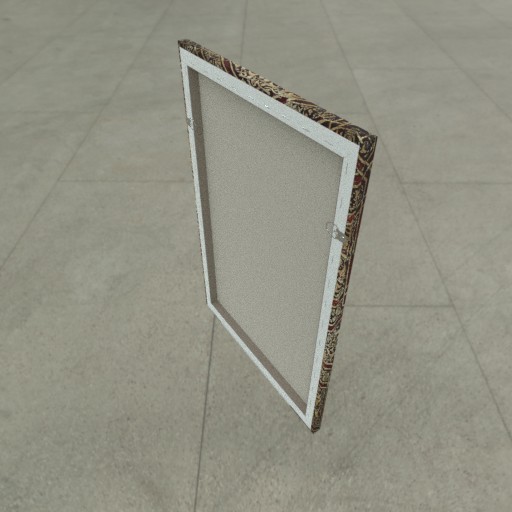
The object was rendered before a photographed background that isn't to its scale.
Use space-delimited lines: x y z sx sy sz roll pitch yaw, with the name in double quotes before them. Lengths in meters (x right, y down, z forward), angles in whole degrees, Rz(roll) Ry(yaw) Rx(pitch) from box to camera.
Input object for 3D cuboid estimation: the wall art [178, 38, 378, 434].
"wall art" 0.000 0.000 1.144 0.030 0.904 0.599 -25 47 -25
